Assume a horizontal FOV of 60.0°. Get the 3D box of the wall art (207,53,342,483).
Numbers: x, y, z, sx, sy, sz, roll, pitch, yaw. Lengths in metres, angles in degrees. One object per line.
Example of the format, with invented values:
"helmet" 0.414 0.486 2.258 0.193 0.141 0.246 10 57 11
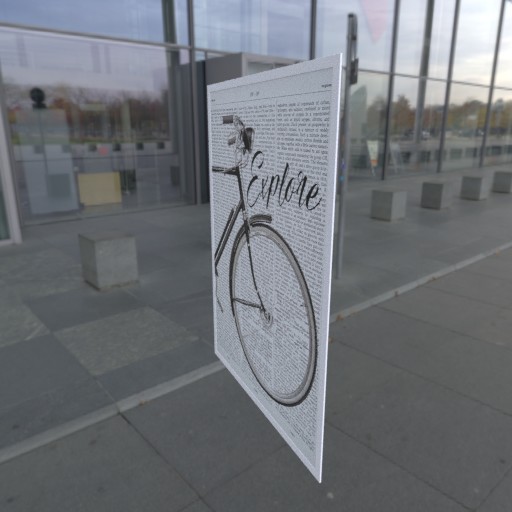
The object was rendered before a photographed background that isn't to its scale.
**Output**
"wall art" 0.000 0.000 0.797 0.003 0.610 0.457 -8 18 -25
